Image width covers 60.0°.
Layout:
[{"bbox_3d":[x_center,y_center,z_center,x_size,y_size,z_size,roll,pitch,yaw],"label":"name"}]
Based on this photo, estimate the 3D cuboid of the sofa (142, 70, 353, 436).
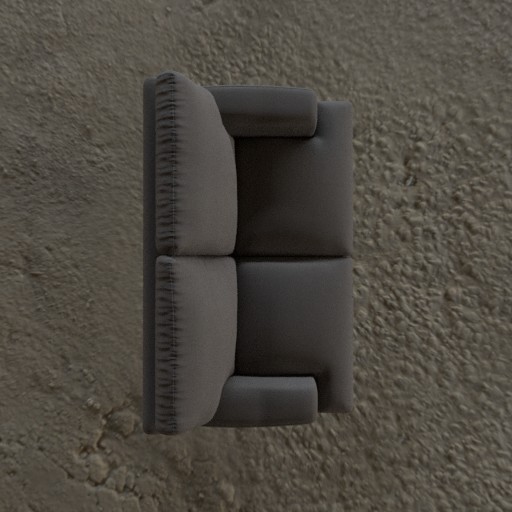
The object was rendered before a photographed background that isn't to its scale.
[{"bbox_3d":[0.000,0.000,2.523,1.143,0.940,1.880,0,90,1],"label":"sofa"}]
